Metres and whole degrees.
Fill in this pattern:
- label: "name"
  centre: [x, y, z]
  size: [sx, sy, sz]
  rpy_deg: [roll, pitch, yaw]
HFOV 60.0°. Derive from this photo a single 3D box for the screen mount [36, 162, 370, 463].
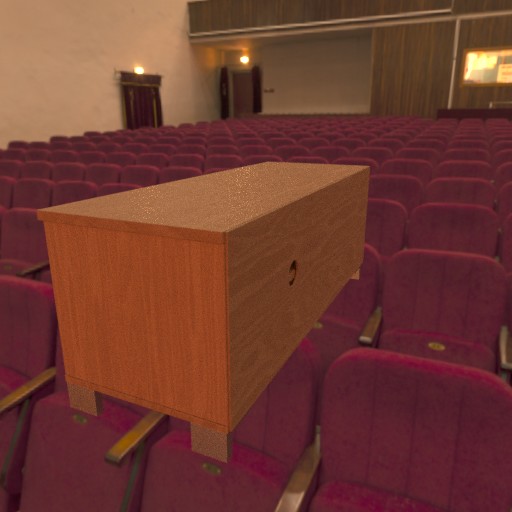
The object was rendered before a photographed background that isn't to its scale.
- label: "screen mount"
  centre: [0.000, 0.000, 1.283]
  size: [0.406, 0.432, 1.084]
  rpy_deg: [8, 19, 24]
